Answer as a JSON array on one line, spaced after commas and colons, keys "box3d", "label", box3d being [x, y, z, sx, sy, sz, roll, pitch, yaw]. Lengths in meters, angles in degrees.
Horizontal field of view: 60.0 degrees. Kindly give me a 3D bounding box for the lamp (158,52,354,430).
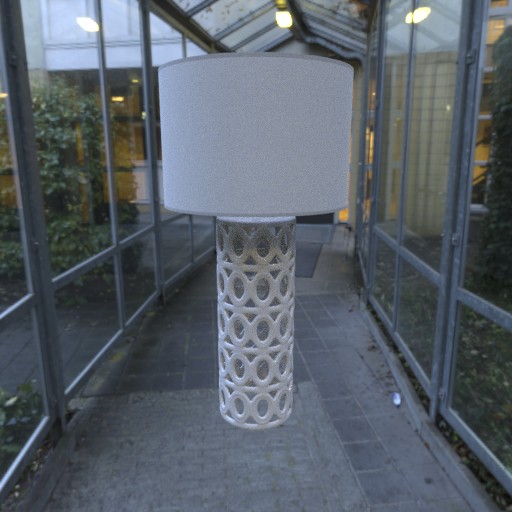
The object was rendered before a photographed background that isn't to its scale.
[{"box3d": [0.000, 0.000, 0.824, 0.325, 0.636, 0.324, 2, 13, 8], "label": "lamp"}]
